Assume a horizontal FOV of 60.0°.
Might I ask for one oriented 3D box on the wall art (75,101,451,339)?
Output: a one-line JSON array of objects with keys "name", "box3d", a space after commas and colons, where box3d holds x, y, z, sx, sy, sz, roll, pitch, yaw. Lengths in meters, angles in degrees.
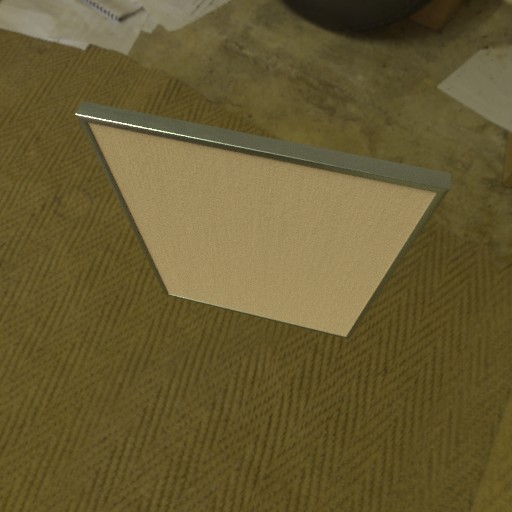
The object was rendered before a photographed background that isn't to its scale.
[{"name": "wall art", "box3d": [0.000, 0.000, 1.405, 0.803, 1.062, 0.041, 13, 64, 6]}]
